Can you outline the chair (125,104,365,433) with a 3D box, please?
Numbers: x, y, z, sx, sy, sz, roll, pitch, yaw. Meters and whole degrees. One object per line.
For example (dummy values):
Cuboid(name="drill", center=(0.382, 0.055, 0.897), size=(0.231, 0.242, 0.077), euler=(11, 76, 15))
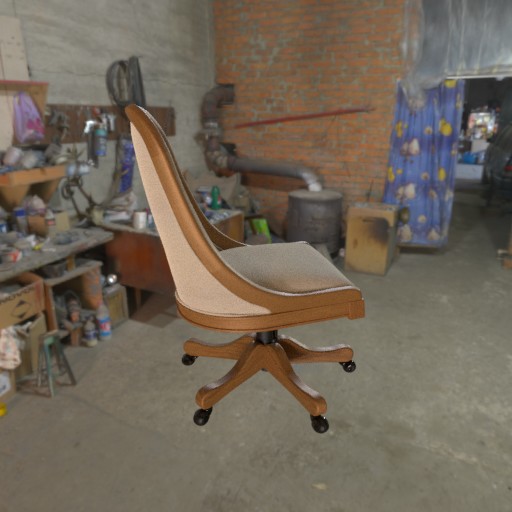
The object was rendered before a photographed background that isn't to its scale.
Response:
Cuboid(name="chair", center=(0.000, 0.000, 1.568), size=(0.811, 1.009, 0.702), euler=(-3, 17, -10))
